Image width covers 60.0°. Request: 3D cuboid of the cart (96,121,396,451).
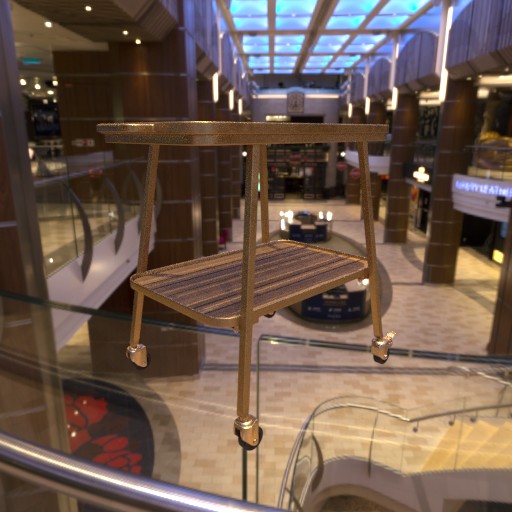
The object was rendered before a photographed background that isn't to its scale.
[{"bbox_3d":[0.000,0.000,1.231,0.806,0.700,0.524,-15,21,-42],"label":"cart"}]
